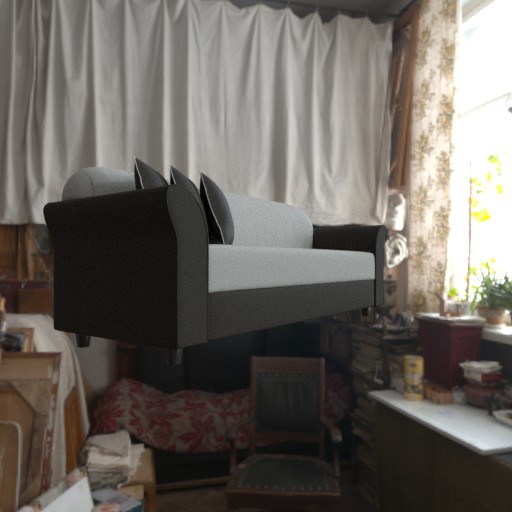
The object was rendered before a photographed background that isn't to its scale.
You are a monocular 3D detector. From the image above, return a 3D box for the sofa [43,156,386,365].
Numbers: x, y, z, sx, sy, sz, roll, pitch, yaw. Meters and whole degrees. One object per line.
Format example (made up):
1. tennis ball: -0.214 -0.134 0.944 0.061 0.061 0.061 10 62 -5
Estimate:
1. sofa: 0.000 0.000 2.437 0.755 0.787 2.001 -1 -1 36
